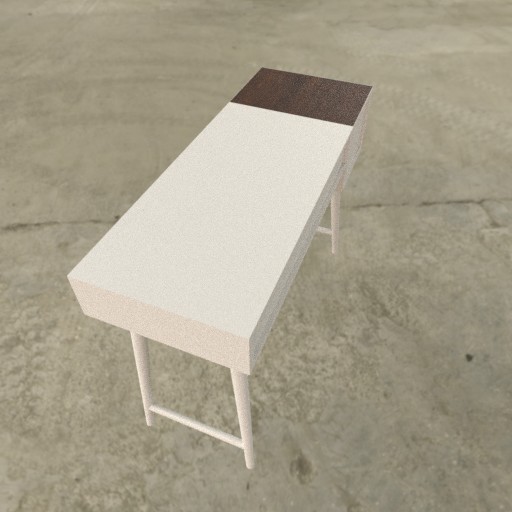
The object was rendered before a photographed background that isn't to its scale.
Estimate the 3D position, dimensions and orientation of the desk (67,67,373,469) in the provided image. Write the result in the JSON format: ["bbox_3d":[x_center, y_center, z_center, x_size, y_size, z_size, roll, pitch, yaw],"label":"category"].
[{"bbox_3d":[0.000,0.000,1.458,0.409,0.761,1.069,16,48,15],"label":"desk"}]
